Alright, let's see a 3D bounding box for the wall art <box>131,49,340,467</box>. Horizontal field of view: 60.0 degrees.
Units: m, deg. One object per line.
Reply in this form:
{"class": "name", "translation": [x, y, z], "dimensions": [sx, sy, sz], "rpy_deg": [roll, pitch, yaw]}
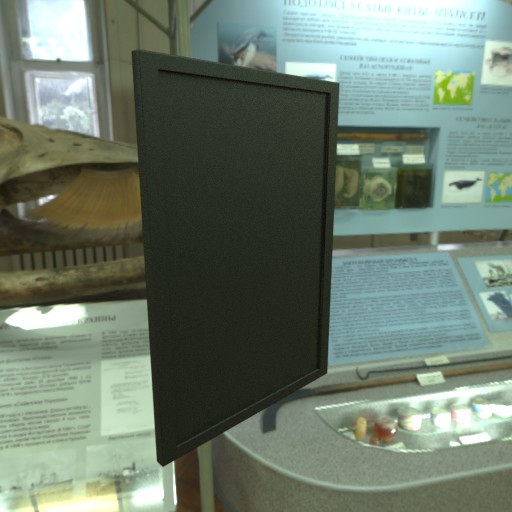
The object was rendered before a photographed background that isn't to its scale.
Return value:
{"class": "wall art", "translation": [0.000, 0.000, 0.551], "dimensions": [0.303, 0.431, 0.013], "rpy_deg": [-13, 19, -43]}
